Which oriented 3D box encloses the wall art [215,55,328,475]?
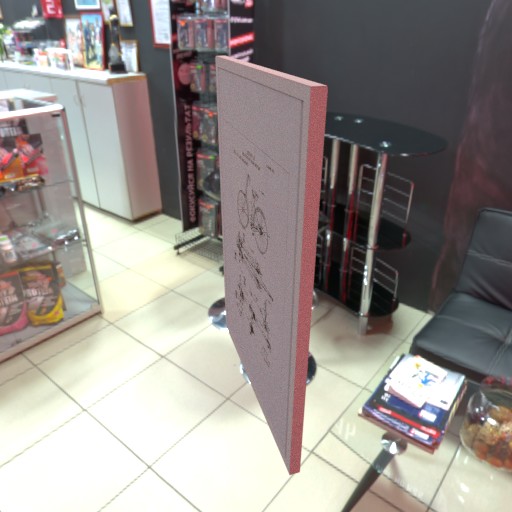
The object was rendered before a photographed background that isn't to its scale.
[{"bbox_3d":[0.000,0.000,0.605,0.015,0.477,0.332,-9,29,-16],"label":"wall art"}]
